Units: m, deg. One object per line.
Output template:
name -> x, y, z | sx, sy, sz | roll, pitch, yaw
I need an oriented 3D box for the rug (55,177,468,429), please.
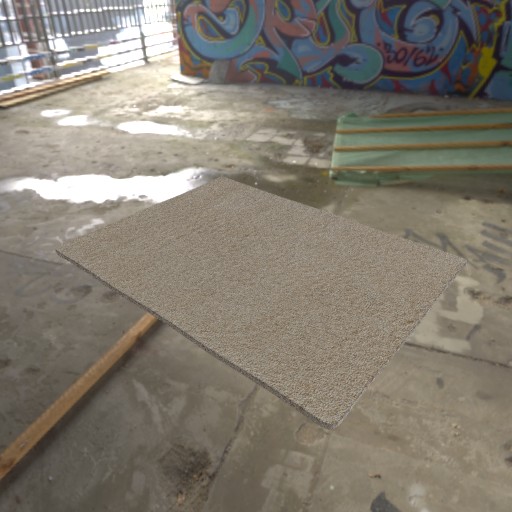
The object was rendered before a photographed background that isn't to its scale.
rug -> 0.000, 0.000, 2.128 | 1.600, 0.027, 1.200 | 24, 39, 33
